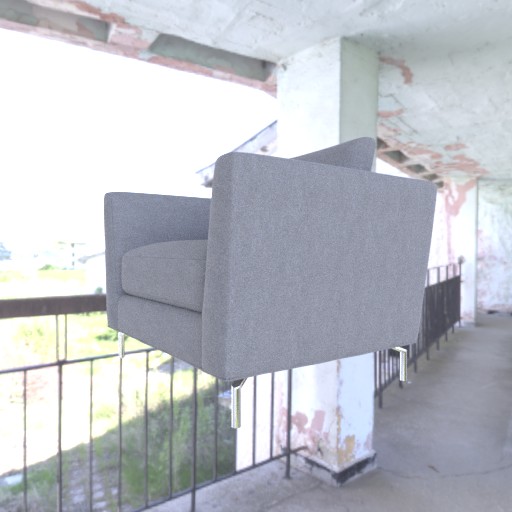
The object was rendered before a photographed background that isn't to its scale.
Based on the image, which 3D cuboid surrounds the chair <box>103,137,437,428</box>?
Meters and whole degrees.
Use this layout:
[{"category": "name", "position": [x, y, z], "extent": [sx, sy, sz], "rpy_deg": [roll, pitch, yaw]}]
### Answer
[{"category": "chair", "position": [0.000, 0.000, 1.725], "extent": [0.889, 0.864, 1.041], "rpy_deg": [-1, 1, -35]}]
